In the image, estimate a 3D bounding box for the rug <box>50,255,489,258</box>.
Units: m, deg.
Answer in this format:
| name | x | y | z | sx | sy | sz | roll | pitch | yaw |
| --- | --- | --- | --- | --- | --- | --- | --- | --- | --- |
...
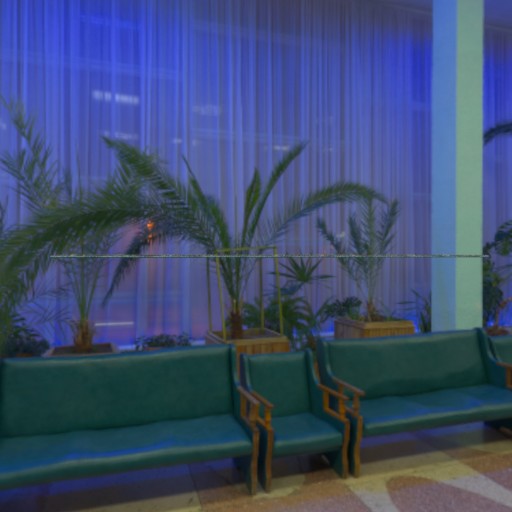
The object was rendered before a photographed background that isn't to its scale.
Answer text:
| name | x | y | z | sx | sy | sz | roll | pitch | yaw |
| --- | --- | --- | --- | --- | --- | --- | --- | --- | --- |
| rug | 0.000 | 0.000 | 2.870 | 2.207 | 0.014 | 1.567 | 0 | 0 | -16 |
